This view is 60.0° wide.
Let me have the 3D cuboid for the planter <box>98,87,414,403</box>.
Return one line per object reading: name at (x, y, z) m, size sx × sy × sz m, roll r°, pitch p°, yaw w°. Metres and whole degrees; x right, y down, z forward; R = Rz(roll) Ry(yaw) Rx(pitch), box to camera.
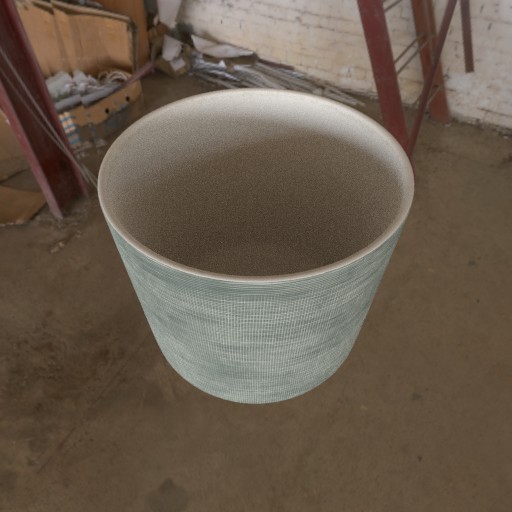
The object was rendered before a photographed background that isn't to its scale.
planter at (0.000, 0.000, 0.778) m, size 0.440 × 0.398 × 0.440 m, roll 0°, pitch 48°, yaw 0°
